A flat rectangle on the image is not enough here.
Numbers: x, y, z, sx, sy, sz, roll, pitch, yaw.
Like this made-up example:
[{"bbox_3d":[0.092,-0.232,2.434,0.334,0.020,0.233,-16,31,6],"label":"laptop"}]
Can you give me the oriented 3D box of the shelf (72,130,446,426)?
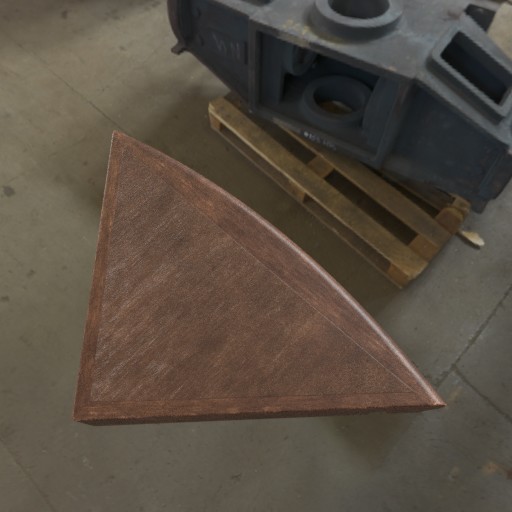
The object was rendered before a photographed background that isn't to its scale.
[{"bbox_3d":[0.000,0.000,0.450,0.310,0.050,0.310,-2,64,-1],"label":"shelf"}]
